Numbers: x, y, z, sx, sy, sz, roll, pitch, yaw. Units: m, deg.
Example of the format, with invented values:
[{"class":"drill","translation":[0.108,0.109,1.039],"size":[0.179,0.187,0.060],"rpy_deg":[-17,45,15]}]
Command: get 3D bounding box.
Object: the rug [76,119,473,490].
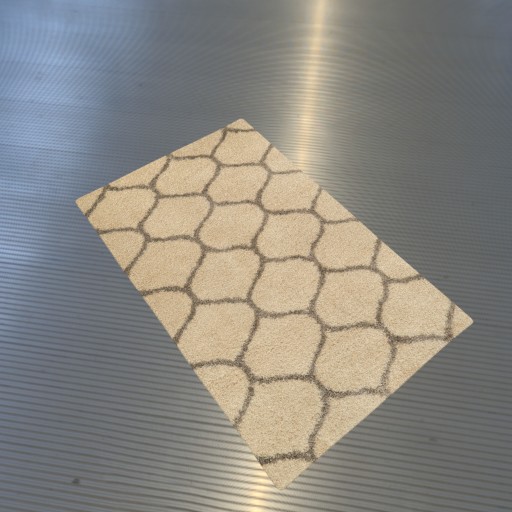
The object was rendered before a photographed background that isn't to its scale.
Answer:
[{"class":"rug","translation":[0.000,0.000,2.927],"size":[1.501,0.024,2.348],"rpy_deg":[-32,62,-20]}]
